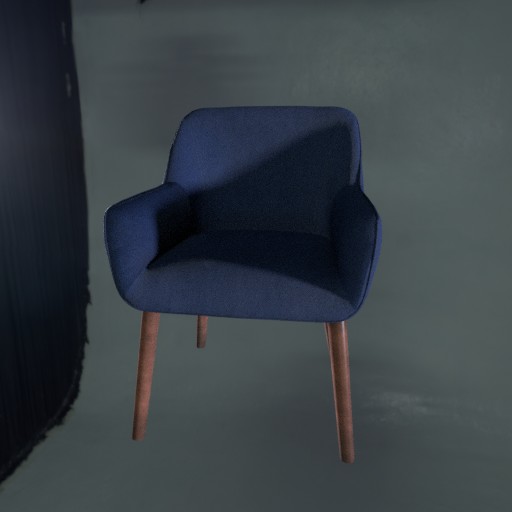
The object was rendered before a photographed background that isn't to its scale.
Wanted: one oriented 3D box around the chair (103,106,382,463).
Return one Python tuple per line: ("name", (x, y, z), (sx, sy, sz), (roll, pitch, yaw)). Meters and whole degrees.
("chair", (0.000, 0.000, 1.228), (0.600, 0.820, 0.600), (2, 15, 8))
